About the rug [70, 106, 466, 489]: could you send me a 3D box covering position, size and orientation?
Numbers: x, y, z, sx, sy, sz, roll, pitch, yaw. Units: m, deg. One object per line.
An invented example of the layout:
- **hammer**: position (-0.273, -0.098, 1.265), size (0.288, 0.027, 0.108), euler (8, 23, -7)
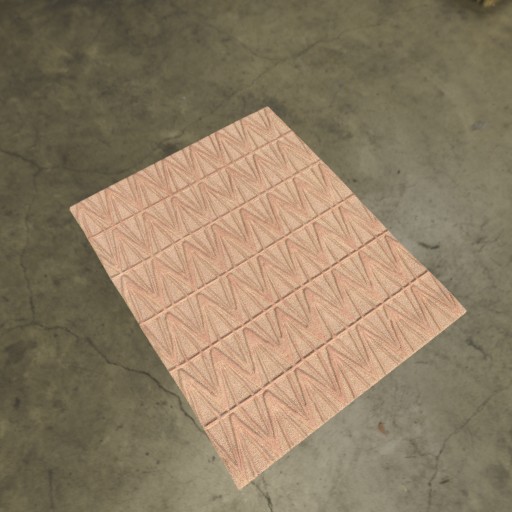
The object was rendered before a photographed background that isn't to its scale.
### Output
- **rug**: position (0.000, 0.000, 4.167), size (2.453, 0.043, 3.052), euler (-32, 67, -16)
